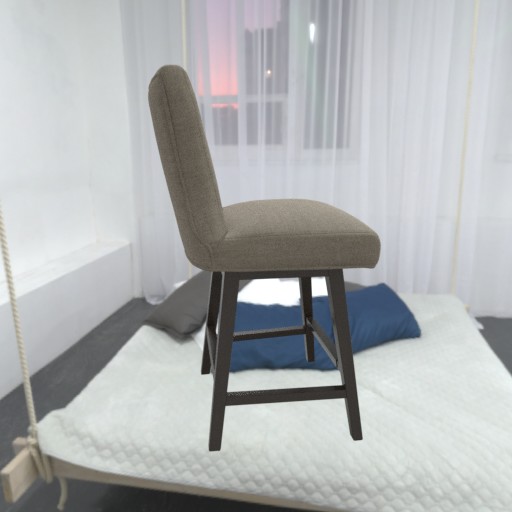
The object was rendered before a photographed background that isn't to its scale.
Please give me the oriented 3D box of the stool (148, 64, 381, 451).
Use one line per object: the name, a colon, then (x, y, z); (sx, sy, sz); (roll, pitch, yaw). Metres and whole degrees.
stool: (0.000, 0.000, 1.340); (0.574, 1.000, 0.514); (-3, 15, -9)
